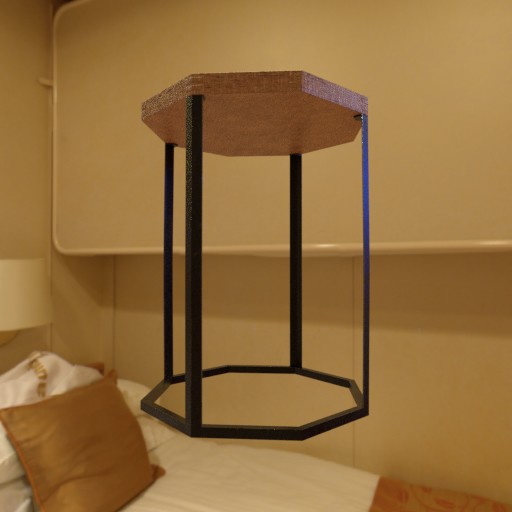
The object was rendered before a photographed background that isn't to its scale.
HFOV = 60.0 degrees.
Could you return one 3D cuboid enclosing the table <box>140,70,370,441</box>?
[{"bbox_3d":[0.000,0.000,0.868,0.437,0.553,0.437,0,-1,-18],"label":"table"}]
